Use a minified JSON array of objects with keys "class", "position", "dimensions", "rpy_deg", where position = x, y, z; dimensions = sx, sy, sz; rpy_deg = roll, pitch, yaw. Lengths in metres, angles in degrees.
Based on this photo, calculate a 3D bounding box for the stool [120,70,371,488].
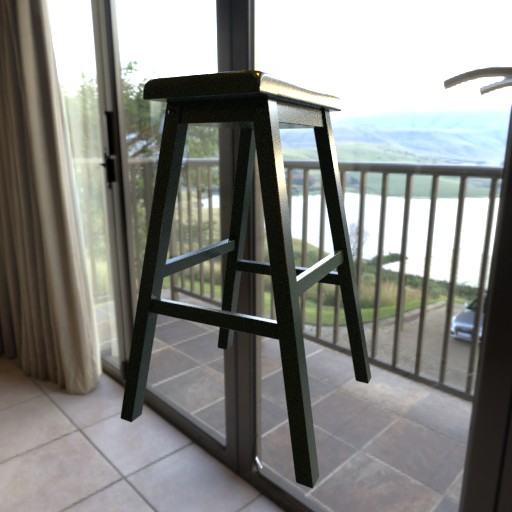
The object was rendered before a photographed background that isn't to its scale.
[{"class":"stool","position":[0.000,0.000,1.037],"dimensions":[0.476,0.737,0.457],"rpy_deg":[7,16,27]}]
